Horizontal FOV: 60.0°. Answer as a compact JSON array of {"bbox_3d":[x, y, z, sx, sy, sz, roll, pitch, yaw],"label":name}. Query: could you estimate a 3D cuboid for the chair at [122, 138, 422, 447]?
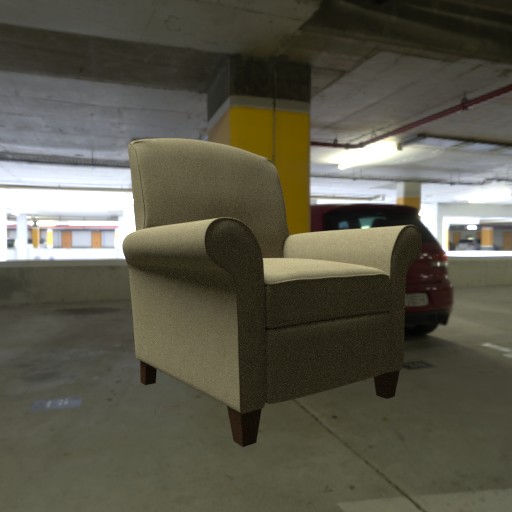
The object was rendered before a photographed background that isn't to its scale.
[{"bbox_3d":[0.000,0.000,1.785,0.978,1.061,0.905,-1,2,-37],"label":"chair"}]
